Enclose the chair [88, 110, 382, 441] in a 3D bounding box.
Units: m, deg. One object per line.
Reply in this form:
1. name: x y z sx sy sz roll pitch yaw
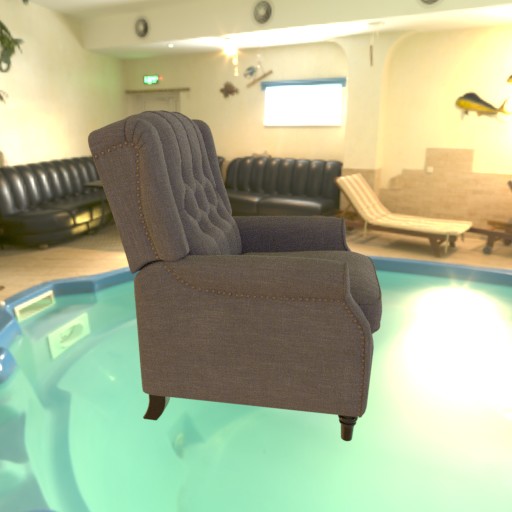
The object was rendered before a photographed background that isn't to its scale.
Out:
1. chair: 0.000 0.000 1.651 0.898 1.035 0.742 3 17 9
